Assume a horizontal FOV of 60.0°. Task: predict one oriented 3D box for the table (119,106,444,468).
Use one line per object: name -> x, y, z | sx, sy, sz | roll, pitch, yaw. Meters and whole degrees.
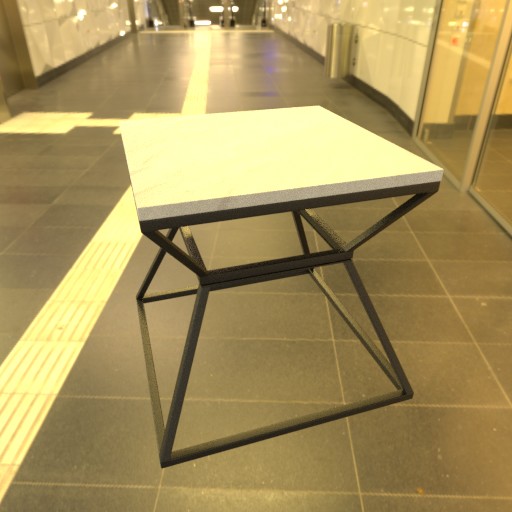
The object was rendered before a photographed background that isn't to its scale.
table -> 0.000, 0.000, 0.823 | 0.455, 0.431, 0.455 | -9, 32, -15
